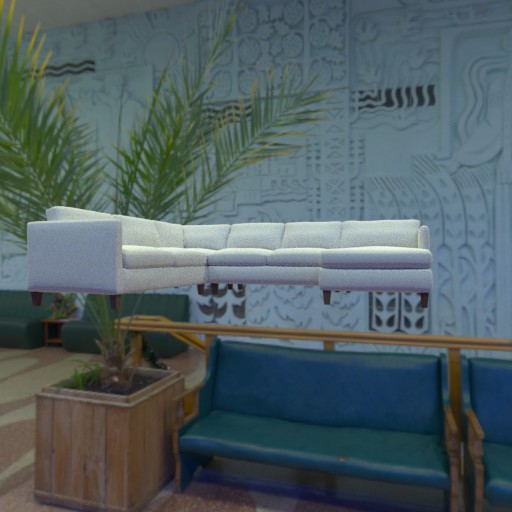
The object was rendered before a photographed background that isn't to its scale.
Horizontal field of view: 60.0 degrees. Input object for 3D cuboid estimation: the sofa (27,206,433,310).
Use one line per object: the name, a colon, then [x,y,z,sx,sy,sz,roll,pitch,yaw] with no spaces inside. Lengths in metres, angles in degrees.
sofa: [0.000,0.000,4.356,3.238,0.853,2.551,0,0,19]
